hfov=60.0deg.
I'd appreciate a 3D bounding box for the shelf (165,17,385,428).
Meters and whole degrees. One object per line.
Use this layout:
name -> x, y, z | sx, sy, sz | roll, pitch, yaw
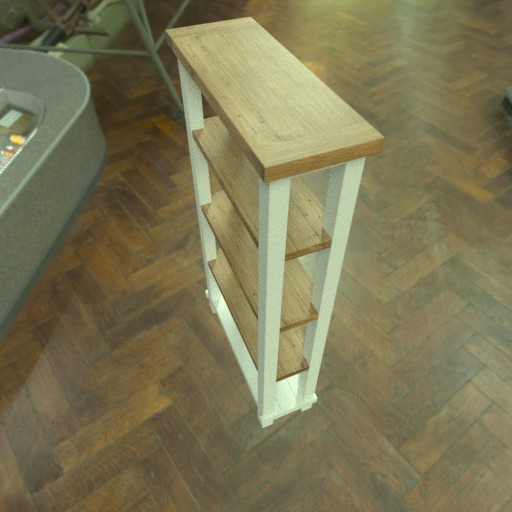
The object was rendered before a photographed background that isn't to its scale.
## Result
shelf -> 0.000, 0.000, 2.241 | 0.381, 1.878, 1.022 | -17, 50, -15
